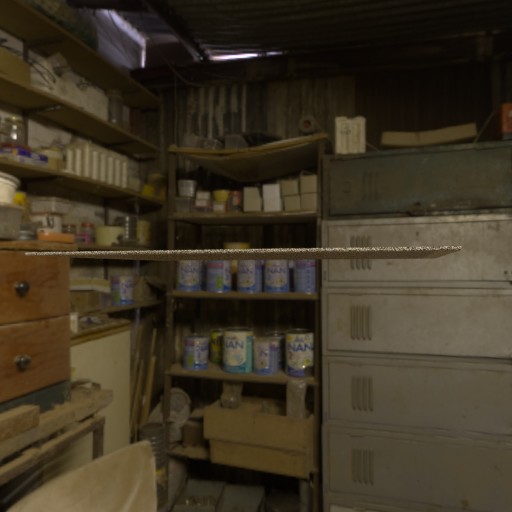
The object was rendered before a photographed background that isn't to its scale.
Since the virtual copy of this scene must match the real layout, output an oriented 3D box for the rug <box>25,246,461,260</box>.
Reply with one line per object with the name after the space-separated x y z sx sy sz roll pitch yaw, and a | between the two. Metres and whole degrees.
0.000 0.000 2.910 2.297 0.018 1.532 -1 -2 18 | rug
